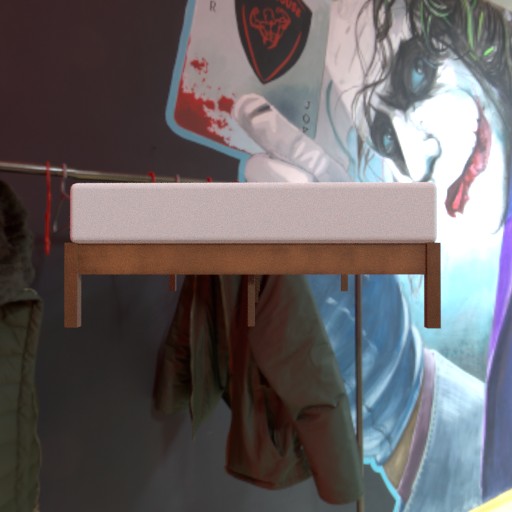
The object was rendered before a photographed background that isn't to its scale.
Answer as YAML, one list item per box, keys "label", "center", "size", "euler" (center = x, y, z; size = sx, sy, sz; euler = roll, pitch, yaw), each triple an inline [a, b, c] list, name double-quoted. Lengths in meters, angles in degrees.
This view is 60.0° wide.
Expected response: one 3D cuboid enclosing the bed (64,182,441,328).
- label: "bed"
  center: [0.000, 0.000, 2.811]
  size: [1.529, 0.593, 2.050]
  euler: [0, 0, 1]
